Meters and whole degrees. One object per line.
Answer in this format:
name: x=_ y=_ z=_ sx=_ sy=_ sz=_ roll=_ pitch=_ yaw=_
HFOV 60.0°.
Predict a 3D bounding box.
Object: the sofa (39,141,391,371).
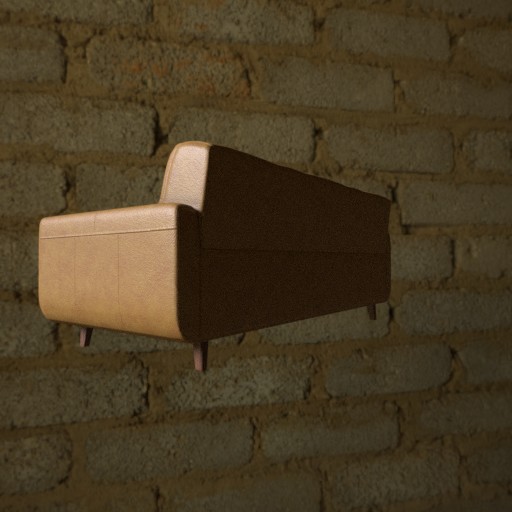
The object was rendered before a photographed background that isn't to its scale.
sofa: x=0.000 y=0.000 z=2.638 sx=0.980 sy=0.892 sz=2.137 roll=0 pitch=-1 yaw=36
